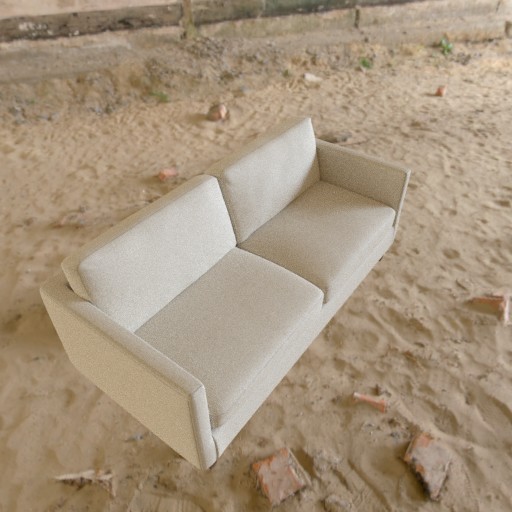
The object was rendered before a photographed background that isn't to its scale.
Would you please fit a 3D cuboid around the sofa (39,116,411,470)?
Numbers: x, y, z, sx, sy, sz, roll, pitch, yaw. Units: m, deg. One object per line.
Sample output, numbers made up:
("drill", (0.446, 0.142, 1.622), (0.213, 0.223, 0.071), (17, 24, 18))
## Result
("sofa", (0.000, 0.000, 2.484), (0.965, 0.889, 1.981), (26, 48, 27))
